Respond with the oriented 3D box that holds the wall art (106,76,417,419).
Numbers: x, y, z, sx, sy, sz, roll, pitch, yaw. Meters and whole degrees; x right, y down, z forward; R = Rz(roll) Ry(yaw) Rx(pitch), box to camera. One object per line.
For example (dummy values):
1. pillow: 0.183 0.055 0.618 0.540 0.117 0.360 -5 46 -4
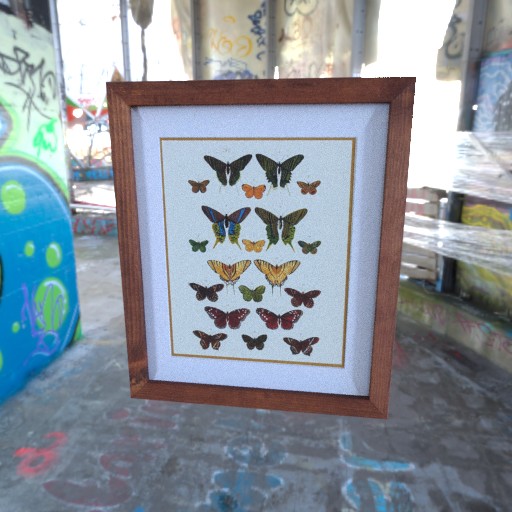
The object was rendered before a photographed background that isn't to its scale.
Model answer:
1. wall art: 0.000 0.000 0.608 0.377 0.449 0.039 2 15 8
